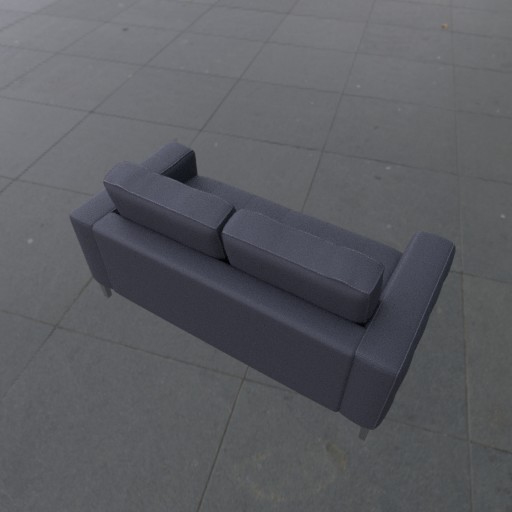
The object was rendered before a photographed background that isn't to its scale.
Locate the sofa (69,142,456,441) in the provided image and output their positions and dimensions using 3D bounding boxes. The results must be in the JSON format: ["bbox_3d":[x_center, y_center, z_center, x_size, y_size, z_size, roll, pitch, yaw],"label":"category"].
[{"bbox_3d":[0.000,0.000,2.251,1.726,0.893,0.833,24,50,21],"label":"sofa"}]
